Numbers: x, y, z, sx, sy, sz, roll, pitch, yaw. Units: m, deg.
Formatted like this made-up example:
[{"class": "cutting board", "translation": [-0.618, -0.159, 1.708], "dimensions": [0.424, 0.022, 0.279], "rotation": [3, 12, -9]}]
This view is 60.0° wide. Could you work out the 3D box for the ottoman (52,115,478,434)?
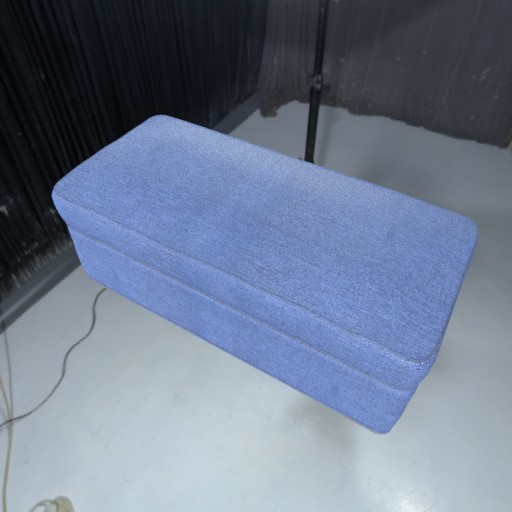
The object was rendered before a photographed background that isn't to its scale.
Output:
[{"class": "ottoman", "translation": [0.000, 0.000, 1.357], "dimensions": [1.110, 0.460, 0.515], "rotation": [24, 51, 20]}]
